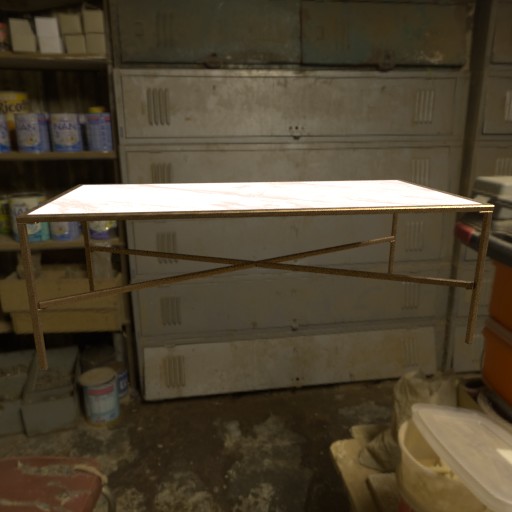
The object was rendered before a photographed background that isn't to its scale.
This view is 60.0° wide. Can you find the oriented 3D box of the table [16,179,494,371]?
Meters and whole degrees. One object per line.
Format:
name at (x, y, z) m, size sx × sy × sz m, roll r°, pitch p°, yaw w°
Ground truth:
table at (0.000, 0.000, 1.429) m, size 1.197 × 0.405 × 0.577 m, roll -2°, pitch 17°, yaw -7°
